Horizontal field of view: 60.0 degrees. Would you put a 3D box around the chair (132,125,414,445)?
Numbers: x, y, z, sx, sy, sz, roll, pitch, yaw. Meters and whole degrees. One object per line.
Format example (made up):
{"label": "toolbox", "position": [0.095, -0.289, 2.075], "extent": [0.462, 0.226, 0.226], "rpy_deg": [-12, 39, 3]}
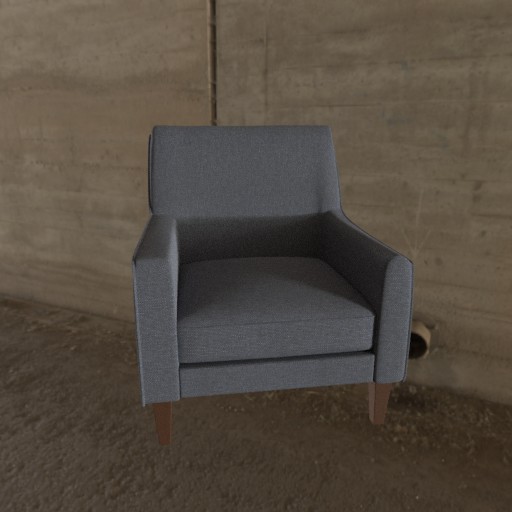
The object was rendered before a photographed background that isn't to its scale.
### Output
{"label": "chair", "position": [0.000, 0.000, 1.609], "extent": [0.780, 0.919, 0.899], "rpy_deg": [-2, 16, -8]}
